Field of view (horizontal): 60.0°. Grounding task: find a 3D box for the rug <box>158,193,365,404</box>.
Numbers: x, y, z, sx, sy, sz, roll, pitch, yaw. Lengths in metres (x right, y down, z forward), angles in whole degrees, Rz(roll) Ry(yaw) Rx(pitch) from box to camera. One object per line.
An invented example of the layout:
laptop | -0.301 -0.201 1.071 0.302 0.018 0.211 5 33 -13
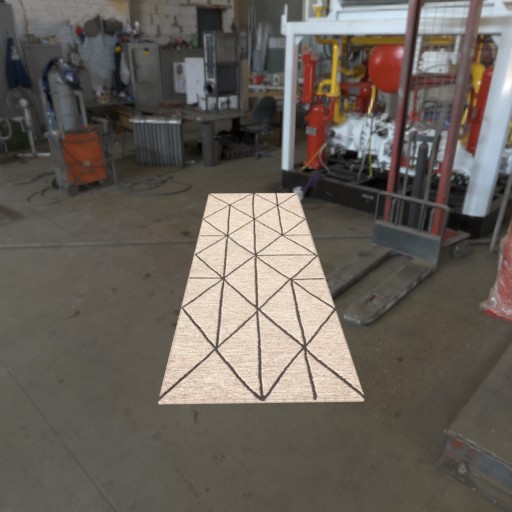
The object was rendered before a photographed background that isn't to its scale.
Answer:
rug | 0.000 0.000 2.719 0.762 0.012 2.438 0 26 -1
